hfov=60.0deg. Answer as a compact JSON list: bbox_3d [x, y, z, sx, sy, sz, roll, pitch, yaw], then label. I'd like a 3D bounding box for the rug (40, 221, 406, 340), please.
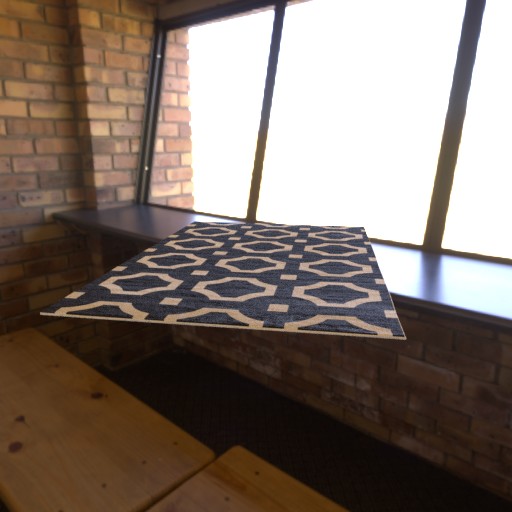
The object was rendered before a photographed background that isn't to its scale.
[{"bbox_3d":[0.000,0.000,2.918,1.555,0.016,2.286,2,15,9],"label":"rug"}]
